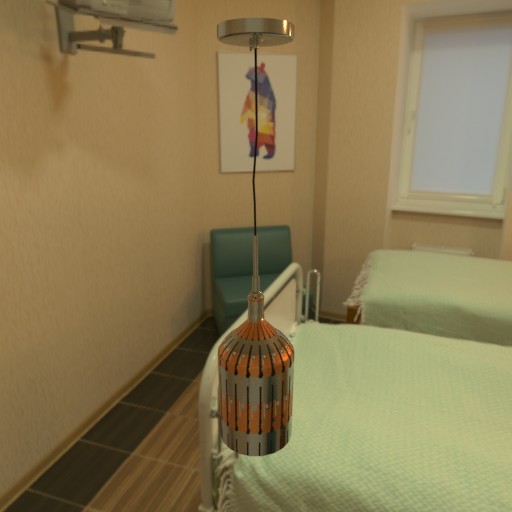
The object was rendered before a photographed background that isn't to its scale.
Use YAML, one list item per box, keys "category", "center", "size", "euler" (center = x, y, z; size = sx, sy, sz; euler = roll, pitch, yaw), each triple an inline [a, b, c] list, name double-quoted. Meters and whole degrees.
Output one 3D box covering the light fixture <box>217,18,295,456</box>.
- category: "light fixture"
  center: [0.000, 0.000, 1.642]
  size: [0.303, 1.535, 0.303]
  euler: [0, 17, 0]
